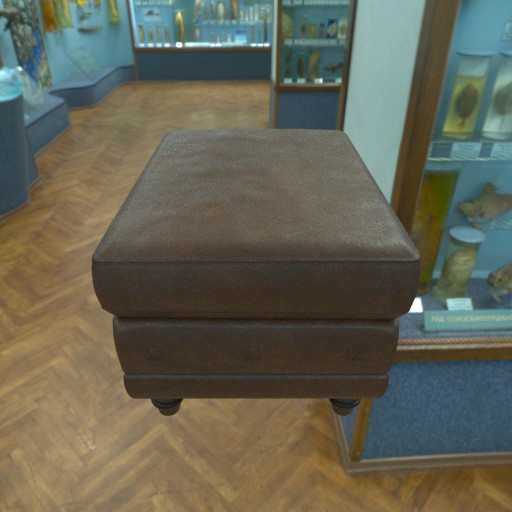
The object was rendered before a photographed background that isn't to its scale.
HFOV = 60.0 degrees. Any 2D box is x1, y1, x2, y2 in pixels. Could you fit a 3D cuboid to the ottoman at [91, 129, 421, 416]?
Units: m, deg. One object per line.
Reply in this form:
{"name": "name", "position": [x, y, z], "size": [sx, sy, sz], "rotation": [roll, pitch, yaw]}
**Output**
{"name": "ottoman", "position": [0.000, 0.000, 1.208], "size": [0.588, 0.509, 0.795], "rotation": [0, 32, 0]}
